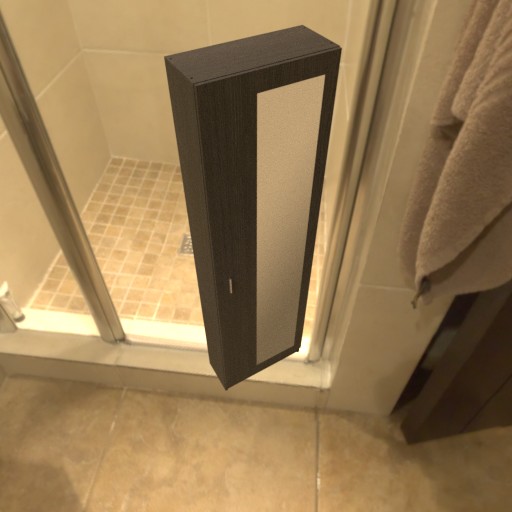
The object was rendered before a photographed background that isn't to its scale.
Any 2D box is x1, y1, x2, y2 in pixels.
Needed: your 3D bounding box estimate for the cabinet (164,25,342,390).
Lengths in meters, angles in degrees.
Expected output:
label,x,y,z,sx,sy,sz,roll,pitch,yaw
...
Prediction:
label,x,y,z,sx,sy,sz,roll,pitch,yaw
cabinet,0.000,0.000,1.989,0.500,1.790,0.230,-23,51,-20
